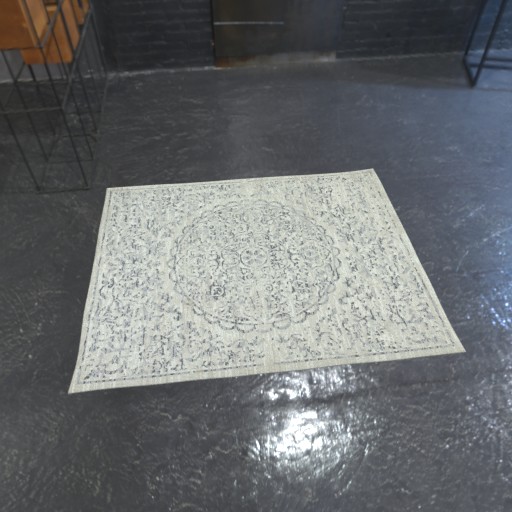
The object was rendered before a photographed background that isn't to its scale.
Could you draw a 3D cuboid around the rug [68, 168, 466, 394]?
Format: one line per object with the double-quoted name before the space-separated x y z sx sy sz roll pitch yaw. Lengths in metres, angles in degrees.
"rug" 0.000 0.000 4.018 2.925 0.026 2.343 -5 47 -4
